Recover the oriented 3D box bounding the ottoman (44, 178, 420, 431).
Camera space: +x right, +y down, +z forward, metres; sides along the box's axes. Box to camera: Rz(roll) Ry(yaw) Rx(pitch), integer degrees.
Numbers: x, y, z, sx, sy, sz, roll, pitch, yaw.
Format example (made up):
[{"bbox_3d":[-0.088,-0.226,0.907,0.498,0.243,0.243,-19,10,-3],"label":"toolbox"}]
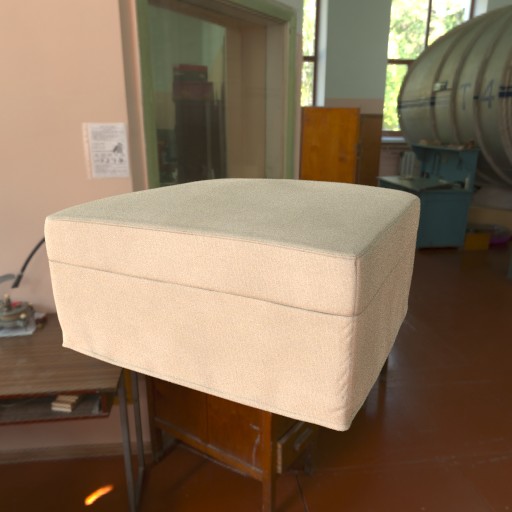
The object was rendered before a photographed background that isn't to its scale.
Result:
[{"bbox_3d":[0.000,0.000,1.346,0.843,0.441,0.842,8,18,26],"label":"ottoman"}]
